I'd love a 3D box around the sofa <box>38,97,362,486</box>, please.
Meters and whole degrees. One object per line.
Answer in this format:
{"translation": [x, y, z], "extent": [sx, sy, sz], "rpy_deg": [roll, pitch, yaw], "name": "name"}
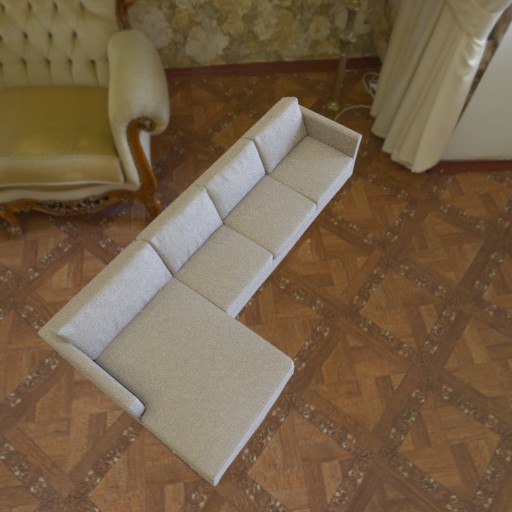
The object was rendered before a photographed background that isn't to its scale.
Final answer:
{"translation": [0.000, 0.000, 3.833], "extent": [1.625, 0.846, 3.186], "rpy_deg": [32, 64, 18], "name": "sofa"}
